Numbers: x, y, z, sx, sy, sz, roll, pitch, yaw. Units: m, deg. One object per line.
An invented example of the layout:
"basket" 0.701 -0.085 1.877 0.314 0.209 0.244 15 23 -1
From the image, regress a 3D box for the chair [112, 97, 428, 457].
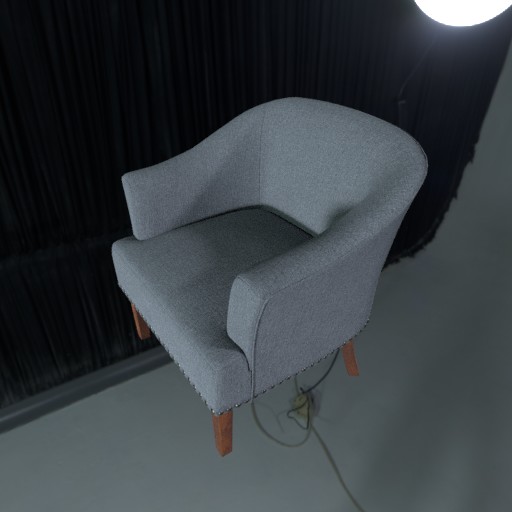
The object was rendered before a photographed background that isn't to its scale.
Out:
"chair" 0.000 0.000 1.388 0.704 0.815 0.798 -20 37 -29
